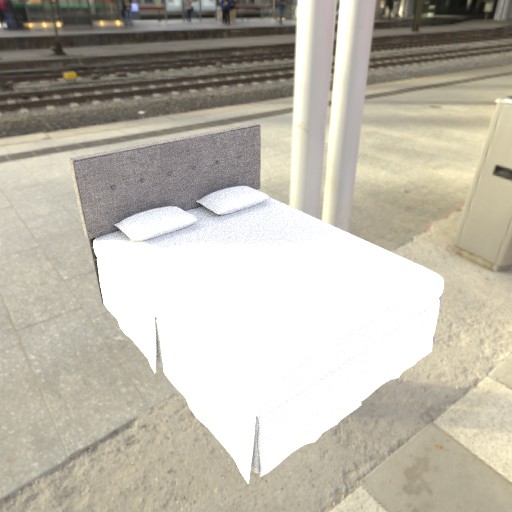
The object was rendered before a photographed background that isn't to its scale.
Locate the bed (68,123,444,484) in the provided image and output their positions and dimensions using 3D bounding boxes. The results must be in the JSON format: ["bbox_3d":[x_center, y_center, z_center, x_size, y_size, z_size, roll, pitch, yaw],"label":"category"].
[{"bbox_3d":[0.000,0.000,2.954,1.621,1.168,1.958,-22,36,-33],"label":"bed"}]
